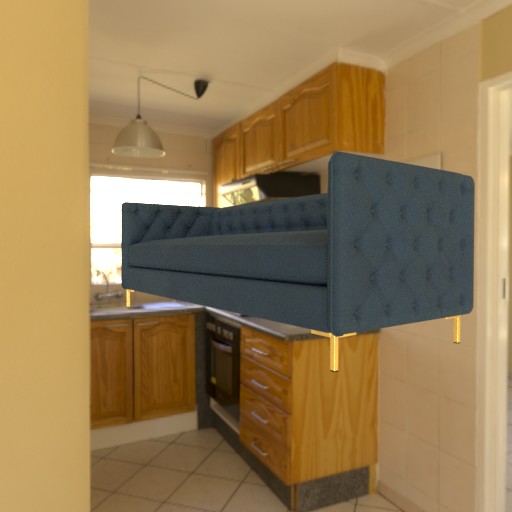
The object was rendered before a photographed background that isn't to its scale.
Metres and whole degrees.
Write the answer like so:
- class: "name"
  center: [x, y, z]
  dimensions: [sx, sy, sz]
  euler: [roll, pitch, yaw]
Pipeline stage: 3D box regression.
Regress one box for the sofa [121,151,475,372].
- class: "sofa"
  center: [0.000, 0.000, 2.617]
  dimensions: [0.895, 0.771, 2.209]
  euler: [-1, 1, -36]
